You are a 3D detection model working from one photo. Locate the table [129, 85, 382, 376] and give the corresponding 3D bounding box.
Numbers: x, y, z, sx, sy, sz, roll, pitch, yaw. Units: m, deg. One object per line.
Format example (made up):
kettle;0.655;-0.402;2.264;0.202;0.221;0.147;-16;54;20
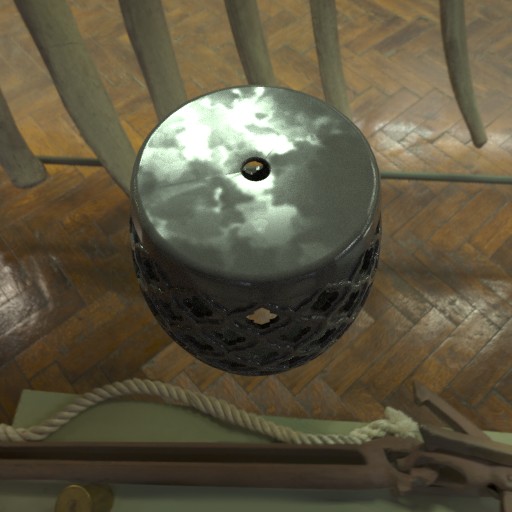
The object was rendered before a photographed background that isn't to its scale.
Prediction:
table;0.000;0.000;0.631;0.325;0.388;0.325;0;62;0
